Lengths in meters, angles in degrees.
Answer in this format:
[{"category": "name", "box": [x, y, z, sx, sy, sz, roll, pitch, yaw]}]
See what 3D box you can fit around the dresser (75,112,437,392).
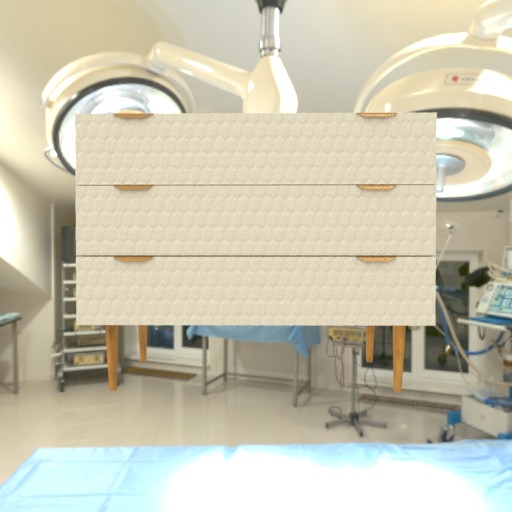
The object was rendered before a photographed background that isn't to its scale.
[{"category": "dresser", "box": [0.000, 0.000, 1.332, 0.905, 0.721, 0.457, 0, 1, 1]}]
